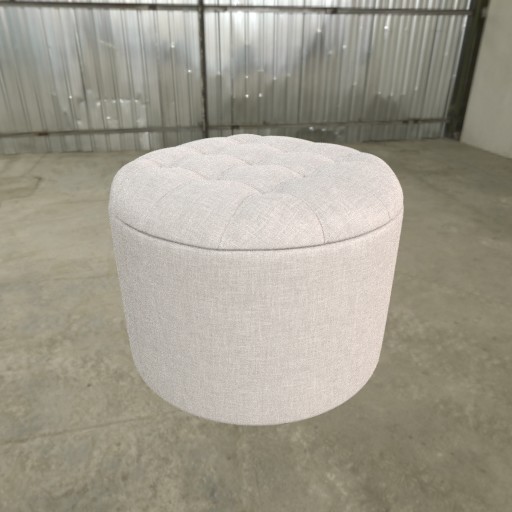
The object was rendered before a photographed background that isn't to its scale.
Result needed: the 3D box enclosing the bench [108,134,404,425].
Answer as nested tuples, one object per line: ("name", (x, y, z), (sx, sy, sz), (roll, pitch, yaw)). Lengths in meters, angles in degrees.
("bench", (0.000, 0.000, 1.002), (0.600, 0.453, 0.600), (0, 27, 0))
